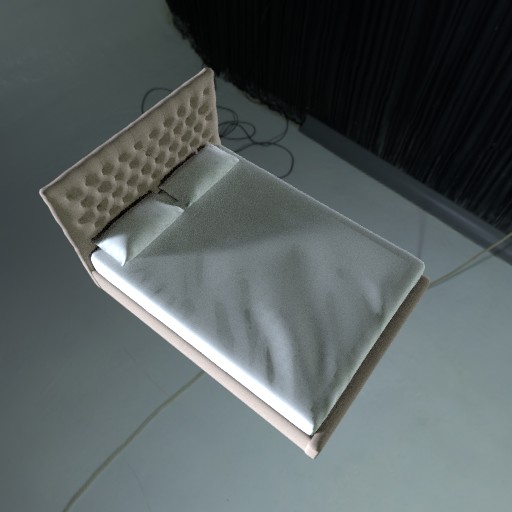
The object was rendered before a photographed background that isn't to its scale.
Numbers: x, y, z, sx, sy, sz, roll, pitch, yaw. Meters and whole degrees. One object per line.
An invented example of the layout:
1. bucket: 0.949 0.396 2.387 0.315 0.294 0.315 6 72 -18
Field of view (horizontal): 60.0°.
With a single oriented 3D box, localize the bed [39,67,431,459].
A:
1. bed: 0.000 0.000 3.470 2.387 1.427 1.698 34 64 19
